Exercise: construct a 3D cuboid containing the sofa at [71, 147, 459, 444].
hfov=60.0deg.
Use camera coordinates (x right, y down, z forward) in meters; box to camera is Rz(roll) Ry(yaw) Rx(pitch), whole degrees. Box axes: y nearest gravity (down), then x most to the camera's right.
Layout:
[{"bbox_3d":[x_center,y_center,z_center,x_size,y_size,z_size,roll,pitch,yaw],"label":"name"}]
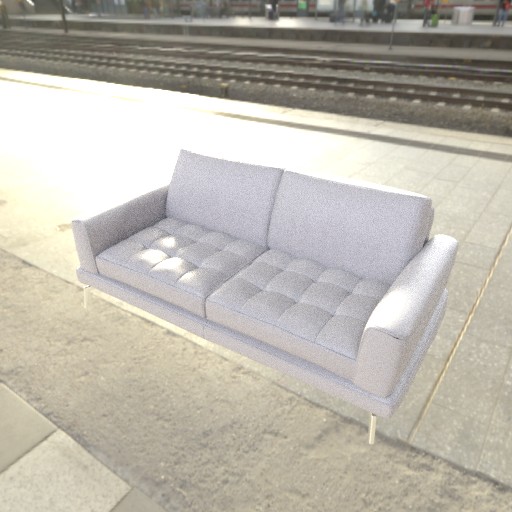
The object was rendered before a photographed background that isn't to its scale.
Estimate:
[{"bbox_3d":[0.000,0.000,2.727,2.177,0.930,1.121,18,34,28],"label":"sofa"}]
